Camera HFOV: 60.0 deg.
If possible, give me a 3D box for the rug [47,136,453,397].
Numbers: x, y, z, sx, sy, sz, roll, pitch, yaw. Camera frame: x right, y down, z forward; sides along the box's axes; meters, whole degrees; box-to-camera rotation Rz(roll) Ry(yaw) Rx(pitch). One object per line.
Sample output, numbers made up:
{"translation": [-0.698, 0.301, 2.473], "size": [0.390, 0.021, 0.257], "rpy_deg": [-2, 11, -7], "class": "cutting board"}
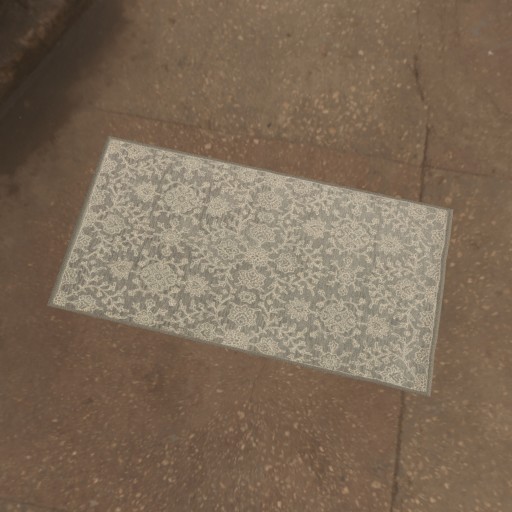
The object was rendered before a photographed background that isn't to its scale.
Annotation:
{"translation": [0.000, 0.000, 3.621], "size": [3.048, 0.011, 1.546], "rpy_deg": [13, 75, 3], "class": "rug"}
